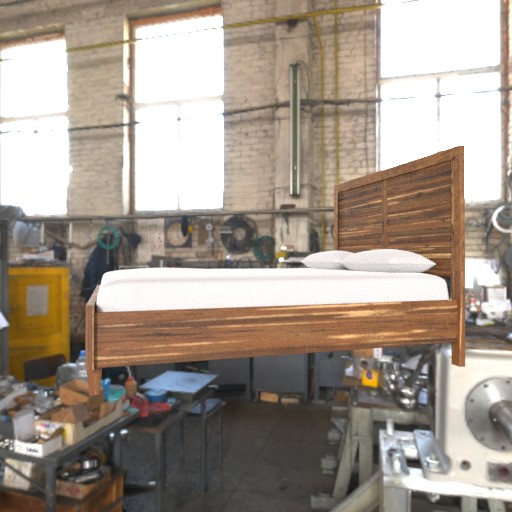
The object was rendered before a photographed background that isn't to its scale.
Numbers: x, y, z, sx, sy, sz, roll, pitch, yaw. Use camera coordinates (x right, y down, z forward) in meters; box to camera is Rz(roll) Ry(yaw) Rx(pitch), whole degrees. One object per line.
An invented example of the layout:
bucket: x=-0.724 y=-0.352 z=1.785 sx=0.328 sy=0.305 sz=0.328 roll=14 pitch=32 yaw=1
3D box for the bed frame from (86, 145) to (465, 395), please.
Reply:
bed frame: x=0.000 y=0.000 z=3.298 sx=2.276 sy=1.417 sz=1.696 roll=0 pitch=0 yaw=-18
